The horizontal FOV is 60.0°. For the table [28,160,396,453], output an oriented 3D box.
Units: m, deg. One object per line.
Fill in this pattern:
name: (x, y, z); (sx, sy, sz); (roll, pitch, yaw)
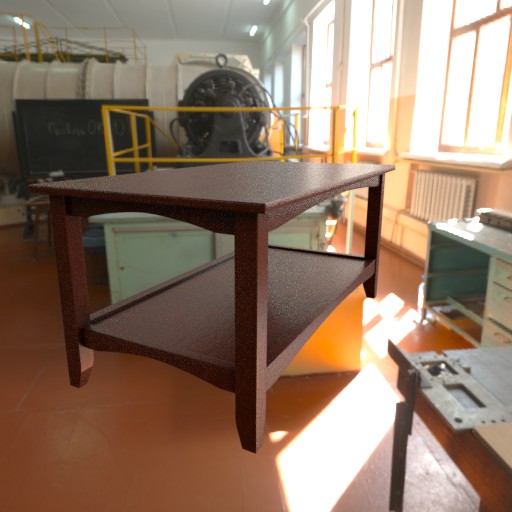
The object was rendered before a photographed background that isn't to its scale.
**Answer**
table: (0.000, 0.000, 1.226); (0.533, 0.456, 0.943); (8, 17, 27)
